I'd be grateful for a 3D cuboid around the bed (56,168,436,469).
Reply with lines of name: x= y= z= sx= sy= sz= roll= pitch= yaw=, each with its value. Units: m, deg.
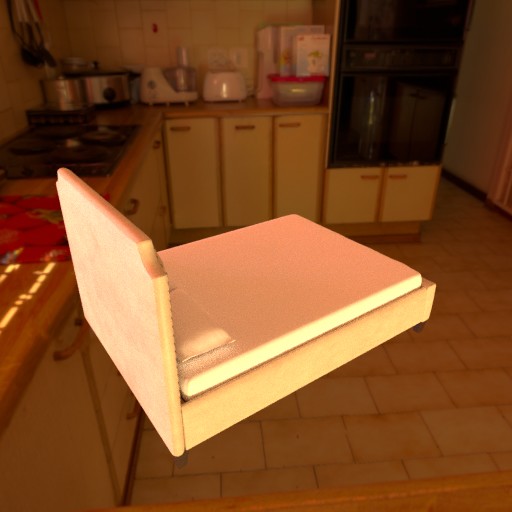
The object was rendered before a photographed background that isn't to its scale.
bed: x=0.000 y=0.000 z=3.423 sx=2.372 sy=1.443 sz=1.712 roll=-18 pitch=32 yaw=-31
